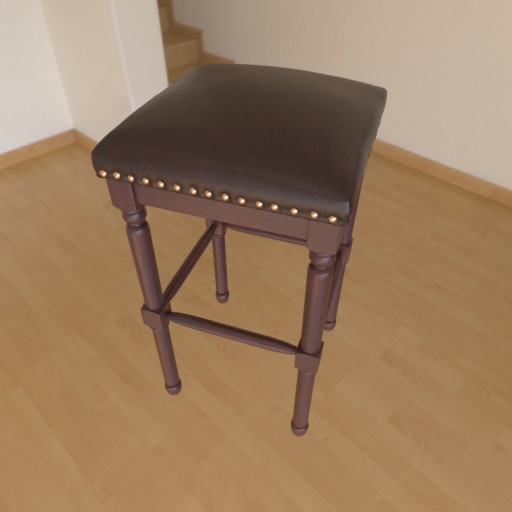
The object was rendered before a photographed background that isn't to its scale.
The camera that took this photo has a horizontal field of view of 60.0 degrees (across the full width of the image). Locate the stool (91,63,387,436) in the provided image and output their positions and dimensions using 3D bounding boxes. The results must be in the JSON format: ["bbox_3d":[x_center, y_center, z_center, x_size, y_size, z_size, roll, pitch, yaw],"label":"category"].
[{"bbox_3d":[0.000,0.000,0.922,0.383,0.702,0.382,13,44,14],"label":"stool"}]
